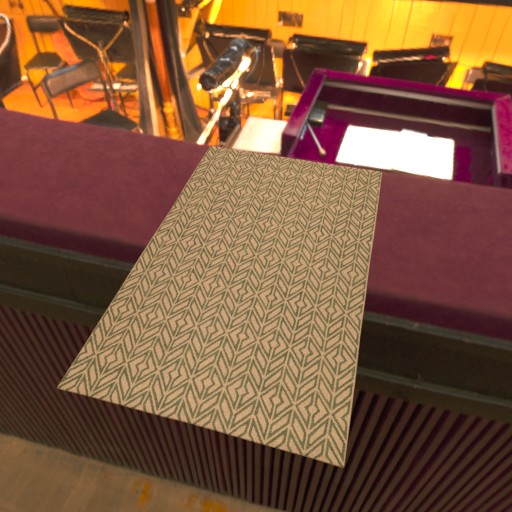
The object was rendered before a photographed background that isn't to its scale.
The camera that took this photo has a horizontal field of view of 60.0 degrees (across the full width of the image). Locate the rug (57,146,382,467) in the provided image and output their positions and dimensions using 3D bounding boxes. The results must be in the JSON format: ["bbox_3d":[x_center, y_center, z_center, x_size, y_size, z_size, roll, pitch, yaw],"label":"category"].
[{"bbox_3d":[0.000,0.000,3.021,1.517,0.011,2.435,11,47,11],"label":"rug"}]
